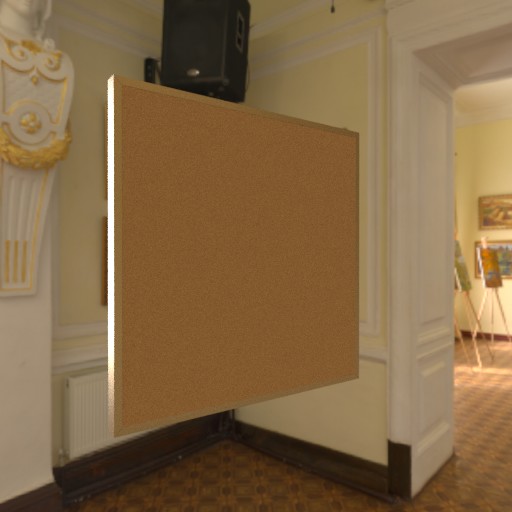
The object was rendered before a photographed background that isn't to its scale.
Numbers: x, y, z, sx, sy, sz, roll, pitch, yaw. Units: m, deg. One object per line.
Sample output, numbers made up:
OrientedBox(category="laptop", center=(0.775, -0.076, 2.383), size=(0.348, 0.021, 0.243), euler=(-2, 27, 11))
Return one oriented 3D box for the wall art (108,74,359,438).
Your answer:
OrientedBox(category="wall art", center=(0.000, 0.000, 1.167), size=(0.762, 0.762, 0.038), euler=(0, 0, -36))
